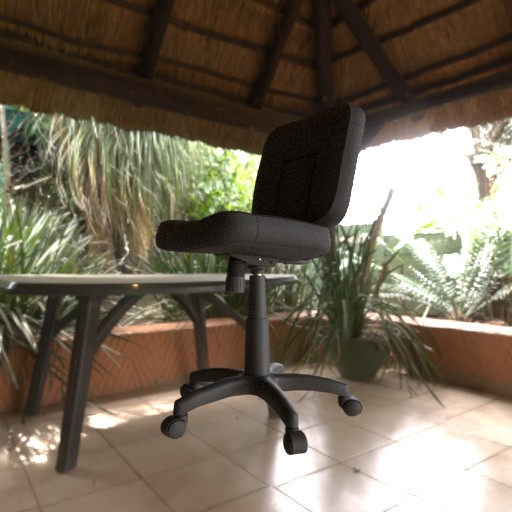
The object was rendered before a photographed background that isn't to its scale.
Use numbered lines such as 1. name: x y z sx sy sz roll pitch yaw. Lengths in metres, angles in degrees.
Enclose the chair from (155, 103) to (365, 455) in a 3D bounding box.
1. chair: 0.000 0.000 1.355 0.610 0.972 0.610 0 -1 -37
